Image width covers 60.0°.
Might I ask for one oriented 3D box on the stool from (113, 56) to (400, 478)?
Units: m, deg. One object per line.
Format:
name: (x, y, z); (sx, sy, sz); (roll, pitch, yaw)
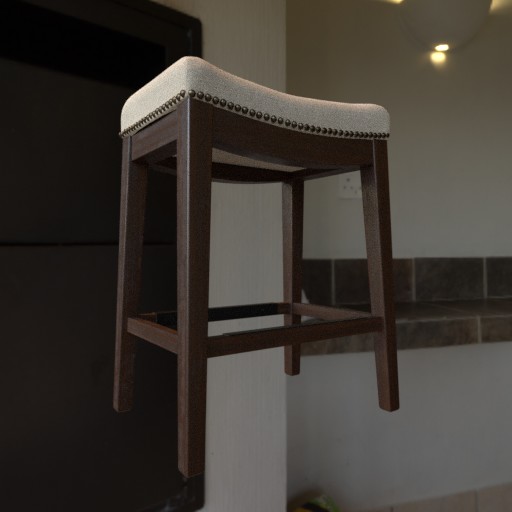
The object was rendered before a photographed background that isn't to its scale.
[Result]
stool: (0.000, 0.000, 0.960); (0.509, 0.669, 0.363); (-1, 1, -35)
